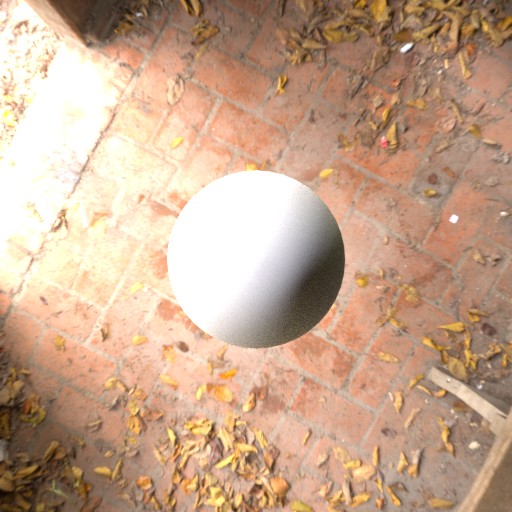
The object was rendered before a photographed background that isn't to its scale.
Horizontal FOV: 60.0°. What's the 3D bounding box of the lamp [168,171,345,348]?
[{"bbox_3d":[0.000,0.000,0.552,0.153,0.480,0.153,0,91,0],"label":"lamp"}]
